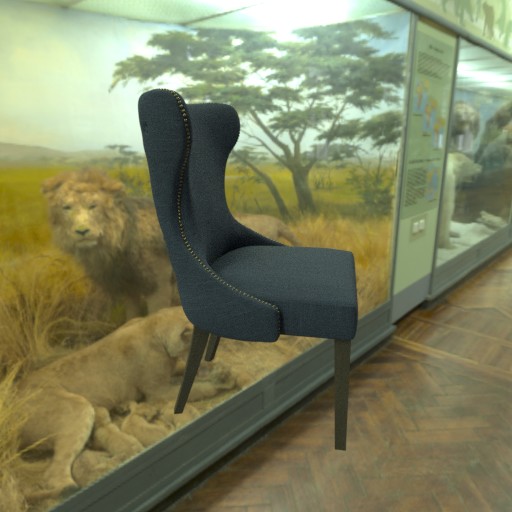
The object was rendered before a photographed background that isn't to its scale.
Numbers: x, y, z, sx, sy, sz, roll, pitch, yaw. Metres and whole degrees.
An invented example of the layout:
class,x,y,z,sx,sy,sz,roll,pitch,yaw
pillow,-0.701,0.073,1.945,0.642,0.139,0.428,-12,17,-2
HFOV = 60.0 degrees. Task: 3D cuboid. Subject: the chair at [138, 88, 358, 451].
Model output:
class,x,y,z,sx,sy,sz,roll,pitch,yaw
chair,0.000,0.000,1.413,0.635,0.967,0.628,3,16,11
